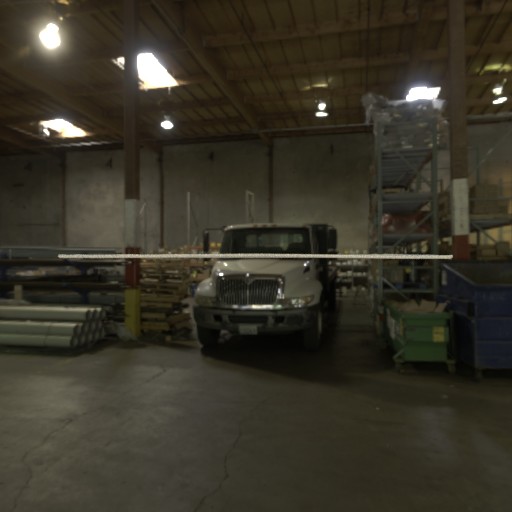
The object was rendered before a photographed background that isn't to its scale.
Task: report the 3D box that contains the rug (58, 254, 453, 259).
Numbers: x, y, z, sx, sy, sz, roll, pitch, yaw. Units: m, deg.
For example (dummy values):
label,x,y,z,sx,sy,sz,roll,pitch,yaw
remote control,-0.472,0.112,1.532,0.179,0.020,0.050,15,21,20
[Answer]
label,x,y,z,sx,sy,sz,roll,pitch,yaw
rug,0.000,0.000,4.886,2.757,0.051,3.626,0,0,0
